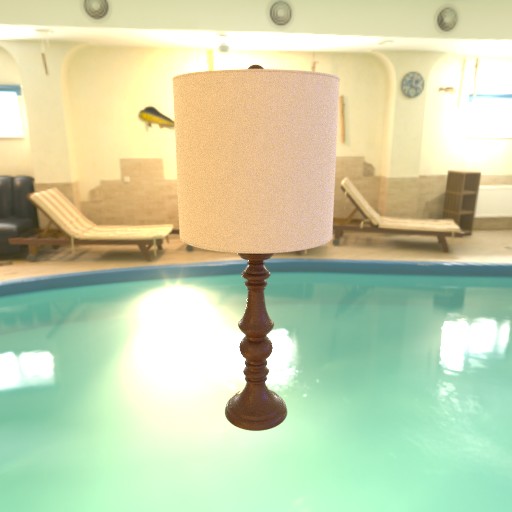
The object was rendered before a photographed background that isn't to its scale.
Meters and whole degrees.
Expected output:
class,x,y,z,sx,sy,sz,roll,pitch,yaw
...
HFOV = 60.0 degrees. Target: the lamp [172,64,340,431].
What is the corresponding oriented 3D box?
class,x,y,z,sx,sy,sz,roll,pitch,yaw
lamp,0.000,0.000,0.745,0.250,0.597,0.250,-8,17,-26
